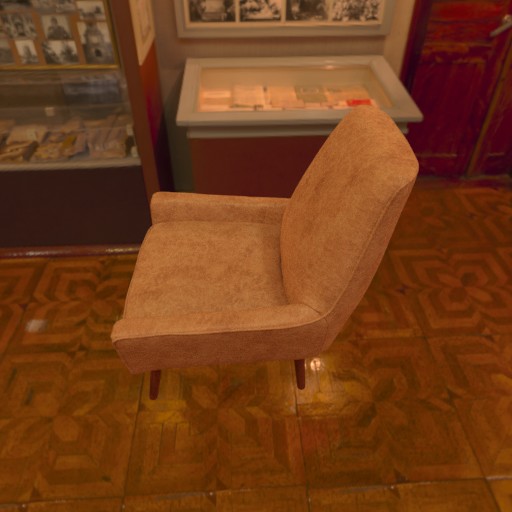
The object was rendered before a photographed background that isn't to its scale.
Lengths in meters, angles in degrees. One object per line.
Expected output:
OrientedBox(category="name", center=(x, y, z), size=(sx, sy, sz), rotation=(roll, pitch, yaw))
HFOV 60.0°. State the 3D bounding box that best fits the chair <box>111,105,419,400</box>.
OrientedBox(category="chair", center=(0.000, 0.000, 1.512), size=(0.851, 0.883, 0.753), rotation=(-1, 40, -1))
